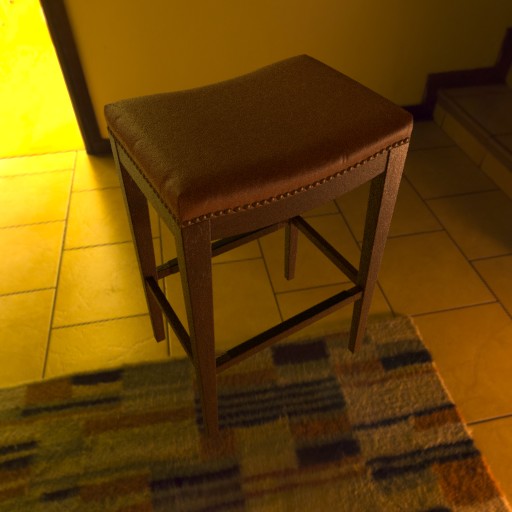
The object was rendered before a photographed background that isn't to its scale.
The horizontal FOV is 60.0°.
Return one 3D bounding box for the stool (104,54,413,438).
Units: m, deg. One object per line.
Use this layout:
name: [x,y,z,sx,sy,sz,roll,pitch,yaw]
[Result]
stool: [0.000,0.000,1.059,0.500,0.759,0.361,-24,50,-22]
